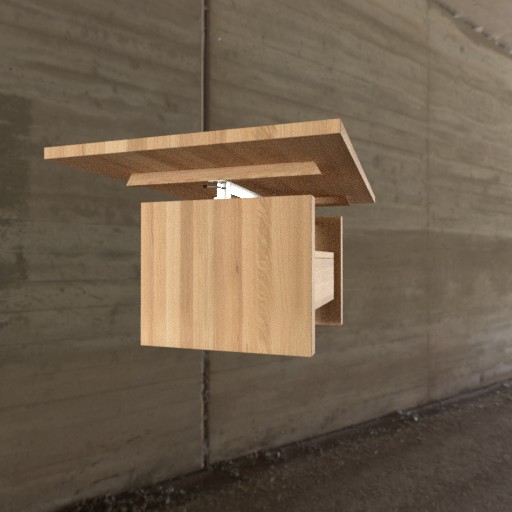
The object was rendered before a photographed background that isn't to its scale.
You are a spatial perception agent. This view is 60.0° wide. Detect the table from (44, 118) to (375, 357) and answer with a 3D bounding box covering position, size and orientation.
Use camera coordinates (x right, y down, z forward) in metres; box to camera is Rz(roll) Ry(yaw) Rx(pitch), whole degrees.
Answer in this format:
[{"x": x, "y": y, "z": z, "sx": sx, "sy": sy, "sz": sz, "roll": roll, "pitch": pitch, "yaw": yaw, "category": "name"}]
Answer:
[{"x": 0.000, "y": 0.000, "z": 1.466, "sx": 0.700, "sy": 0.510, "sz": 1.100, "roll": 0, "pitch": 0, "yaw": 18, "category": "table"}]
